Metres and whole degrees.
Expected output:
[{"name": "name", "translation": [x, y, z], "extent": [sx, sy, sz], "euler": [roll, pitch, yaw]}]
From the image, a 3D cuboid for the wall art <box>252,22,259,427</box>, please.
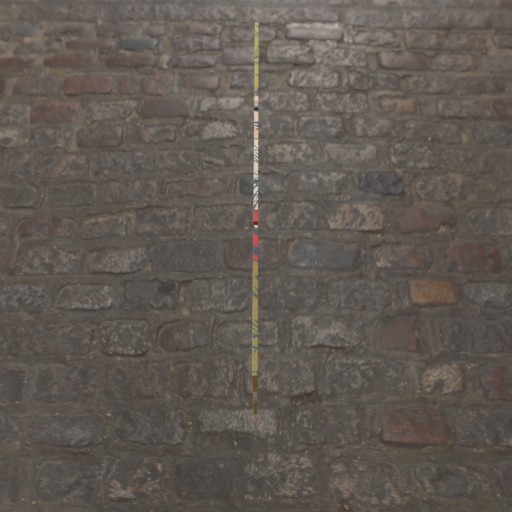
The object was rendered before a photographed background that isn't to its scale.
[{"name": "wall art", "translation": [0.000, 0.000, 1.817], "extent": [0.013, 1.218, 1.206], "euler": [0, 64, 0]}]
